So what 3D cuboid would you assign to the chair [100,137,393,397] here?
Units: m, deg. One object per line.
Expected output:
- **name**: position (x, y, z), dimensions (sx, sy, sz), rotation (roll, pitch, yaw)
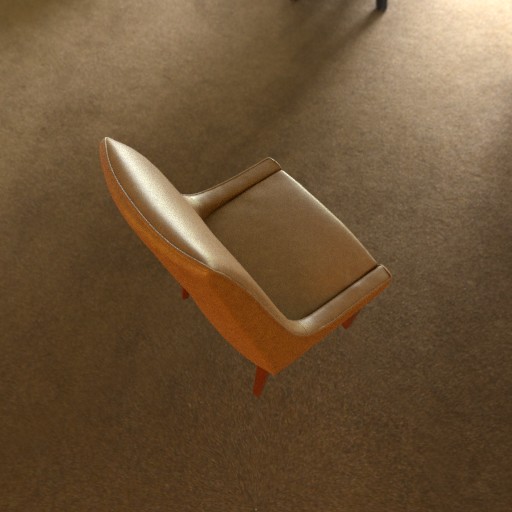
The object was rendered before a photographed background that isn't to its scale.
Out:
- **chair**: position (0.000, 0.000, 1.174), dimensions (0.544, 0.861, 0.529), rotation (-34, 66, -18)
